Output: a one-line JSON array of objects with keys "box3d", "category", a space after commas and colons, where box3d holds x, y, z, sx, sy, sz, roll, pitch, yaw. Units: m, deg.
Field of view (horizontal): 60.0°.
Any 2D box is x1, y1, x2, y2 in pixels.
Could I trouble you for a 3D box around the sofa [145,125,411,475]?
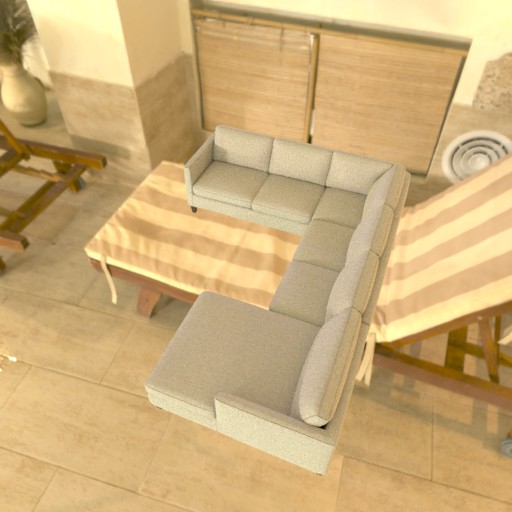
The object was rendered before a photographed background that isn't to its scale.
[{"box3d": [0.000, 0.000, 4.546, 2.551, 0.889, 3.403, 16, 48, 15], "category": "sofa"}]
